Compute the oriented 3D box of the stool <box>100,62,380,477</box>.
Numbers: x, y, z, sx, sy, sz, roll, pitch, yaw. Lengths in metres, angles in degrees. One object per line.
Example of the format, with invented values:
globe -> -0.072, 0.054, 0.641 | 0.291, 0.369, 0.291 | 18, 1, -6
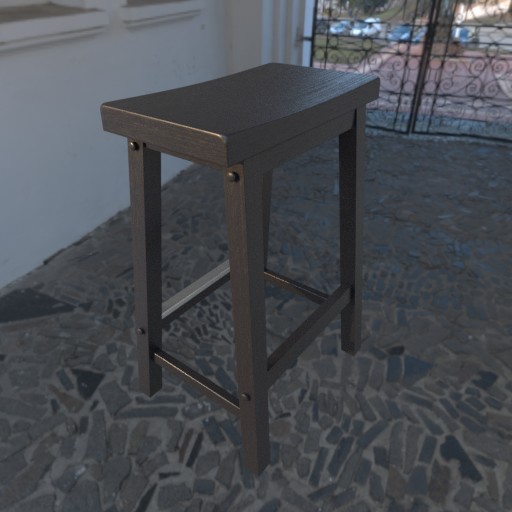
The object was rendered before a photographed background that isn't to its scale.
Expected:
stool -> 0.000, 0.000, 0.842 | 0.322, 0.610, 0.406 | 23, 39, 31
